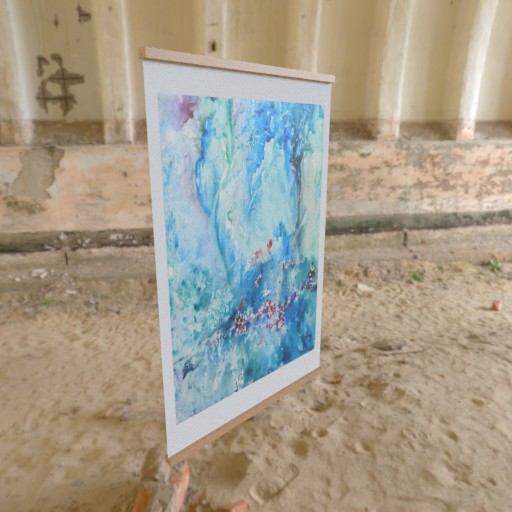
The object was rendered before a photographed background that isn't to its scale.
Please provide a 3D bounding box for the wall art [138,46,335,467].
[{"bbox_3d":[0.000,0.000,1.888,0.040,1.510,0.991,15,21,42],"label":"wall art"}]
